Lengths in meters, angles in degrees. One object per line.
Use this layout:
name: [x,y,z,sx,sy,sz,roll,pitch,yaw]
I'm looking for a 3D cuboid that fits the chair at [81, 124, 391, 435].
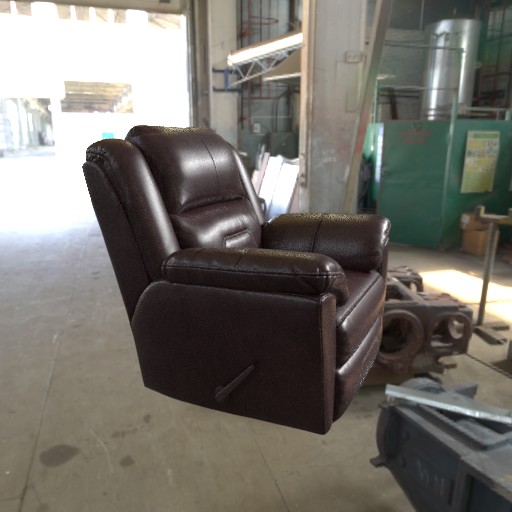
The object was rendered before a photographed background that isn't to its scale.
chair: [0.000,0.000,1.920,1.041,1.093,0.990,8,17,27]
